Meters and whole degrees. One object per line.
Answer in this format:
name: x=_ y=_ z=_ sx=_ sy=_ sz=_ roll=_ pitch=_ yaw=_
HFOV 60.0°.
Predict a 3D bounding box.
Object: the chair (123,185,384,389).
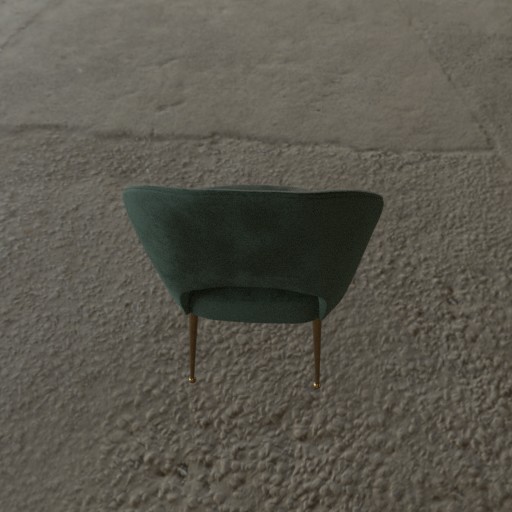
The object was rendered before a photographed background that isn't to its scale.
chair: x=0.000 y=0.000 z=1.188 sx=0.527 sy=0.860 sz=0.577 roll=2 pitch=46 yaw=2
